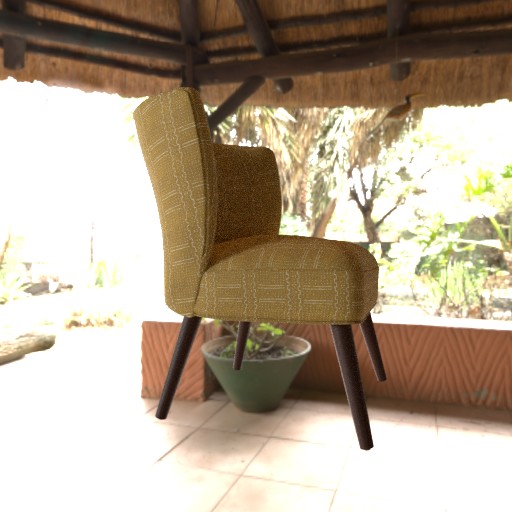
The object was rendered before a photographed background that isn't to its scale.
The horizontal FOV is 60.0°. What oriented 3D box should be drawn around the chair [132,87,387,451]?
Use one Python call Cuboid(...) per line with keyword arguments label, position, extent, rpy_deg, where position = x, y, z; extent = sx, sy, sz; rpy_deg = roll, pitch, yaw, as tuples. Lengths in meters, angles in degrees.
Cuboid(label="chair", position=(0.000, 0.000, 1.385), extent=(0.758, 0.866, 0.706), rpy_deg=(0, 0, 19))
